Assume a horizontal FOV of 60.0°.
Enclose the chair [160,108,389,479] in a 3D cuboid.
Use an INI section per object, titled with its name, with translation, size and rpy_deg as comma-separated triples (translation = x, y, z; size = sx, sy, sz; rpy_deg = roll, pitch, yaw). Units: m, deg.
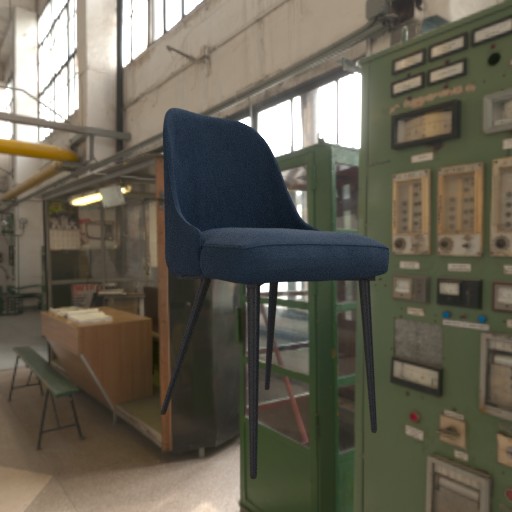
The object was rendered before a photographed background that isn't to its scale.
[chair]
translation = 0.000, 0.000, 1.202
size = 0.478, 0.896, 0.559
rpy_deg = 0, 1, -37
